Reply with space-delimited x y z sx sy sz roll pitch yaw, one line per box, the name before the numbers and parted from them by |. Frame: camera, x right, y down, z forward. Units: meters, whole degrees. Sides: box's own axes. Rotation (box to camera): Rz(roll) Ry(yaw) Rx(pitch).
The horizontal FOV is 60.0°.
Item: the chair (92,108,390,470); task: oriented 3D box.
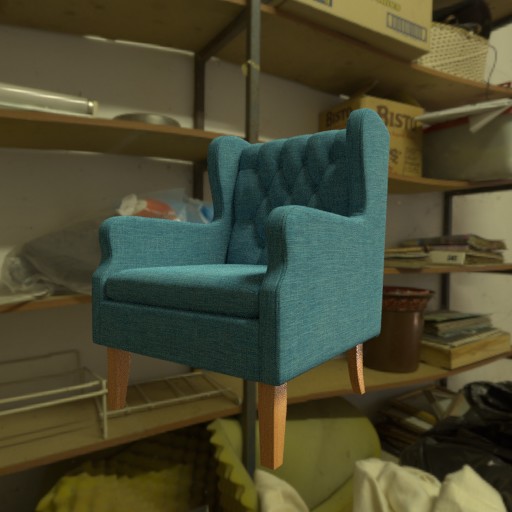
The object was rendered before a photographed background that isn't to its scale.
chair | 0.000 0.000 1.471 0.711 0.952 0.775 1 2 37
